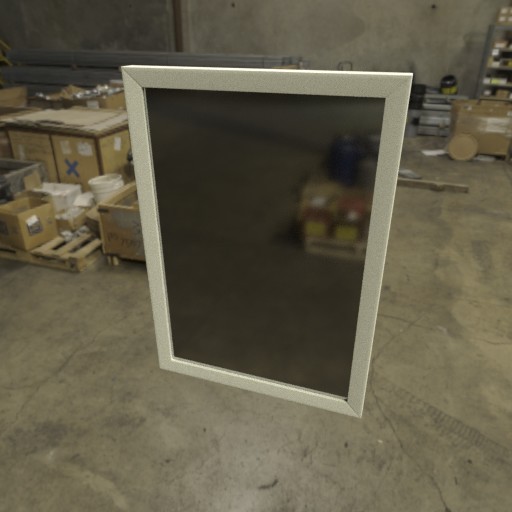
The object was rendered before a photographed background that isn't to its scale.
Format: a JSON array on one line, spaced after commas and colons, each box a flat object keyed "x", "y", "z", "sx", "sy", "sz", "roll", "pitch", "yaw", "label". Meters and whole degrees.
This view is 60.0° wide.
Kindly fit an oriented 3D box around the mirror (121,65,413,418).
[{"x": 0.000, "y": 0.000, "z": 0.913, "sx": 0.507, "sy": 0.710, "sz": 0.040, "roll": 9, "pitch": 28, "yaw": 17, "label": "mirror"}]
